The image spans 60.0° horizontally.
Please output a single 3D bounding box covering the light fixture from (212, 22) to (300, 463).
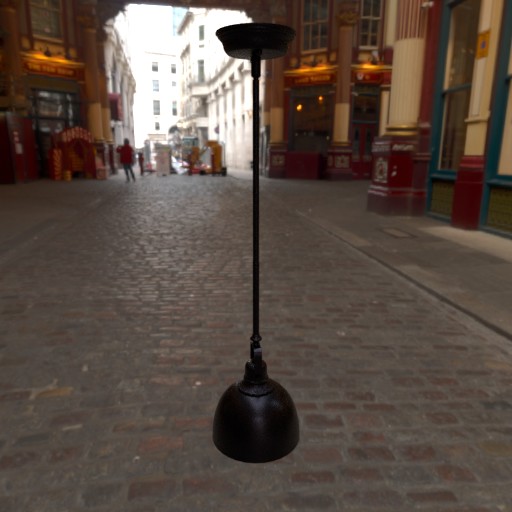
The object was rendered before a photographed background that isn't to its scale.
[{"bbox_3d":[0.000,0.000,0.835,0.182,0.768,0.182,-2,14,-9],"label":"light fixture"}]
